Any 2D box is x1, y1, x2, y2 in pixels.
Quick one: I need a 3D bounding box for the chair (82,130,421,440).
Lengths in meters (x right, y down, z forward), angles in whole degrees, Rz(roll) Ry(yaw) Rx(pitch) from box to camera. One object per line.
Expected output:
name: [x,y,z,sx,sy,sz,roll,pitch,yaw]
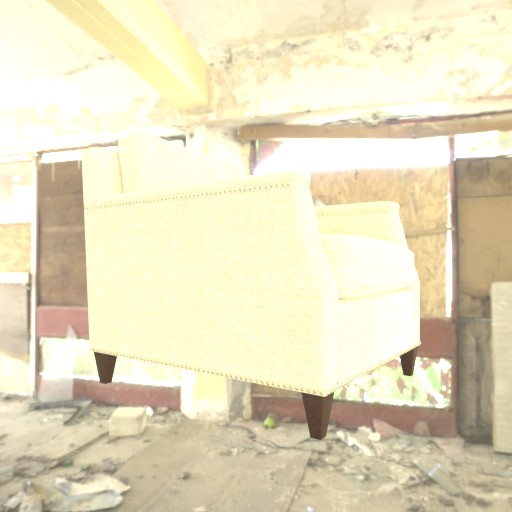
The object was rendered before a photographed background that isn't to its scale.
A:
chair: [0.000,0.000,1.714,1.041,0.940,0.838,-1,-1,36]
